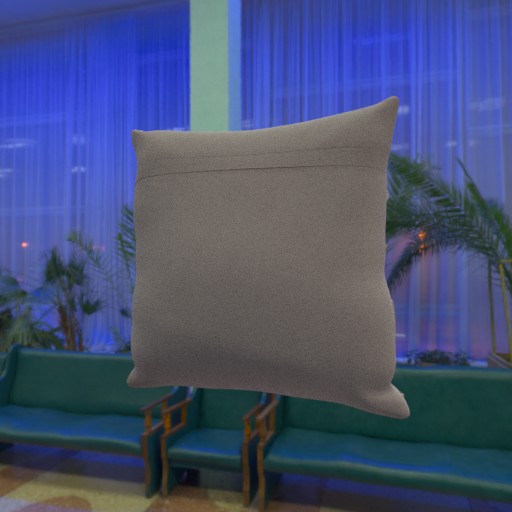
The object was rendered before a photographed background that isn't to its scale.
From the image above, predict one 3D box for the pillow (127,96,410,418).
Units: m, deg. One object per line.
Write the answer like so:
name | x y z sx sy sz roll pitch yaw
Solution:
pillow | 0.000 0.000 0.675 0.439 0.440 0.185 0 -1 18
